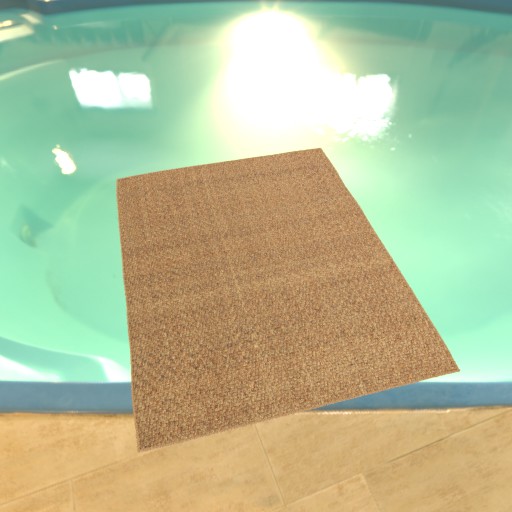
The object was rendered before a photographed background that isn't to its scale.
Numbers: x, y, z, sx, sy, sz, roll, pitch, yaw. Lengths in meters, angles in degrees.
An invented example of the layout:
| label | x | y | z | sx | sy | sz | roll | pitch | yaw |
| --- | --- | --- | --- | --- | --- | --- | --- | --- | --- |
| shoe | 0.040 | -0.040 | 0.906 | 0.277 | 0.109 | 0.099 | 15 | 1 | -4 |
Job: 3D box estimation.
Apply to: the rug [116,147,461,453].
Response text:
| label | x | y | z | sx | sy | sz | roll | pitch | yaw |
| --- | --- | --- | --- | --- | --- | --- | --- | --- | --- |
| rug | 0.000 | 0.000 | 4.127 | 2.439 | 0.013 | 3.048 | -11 | 49 | -10 |
